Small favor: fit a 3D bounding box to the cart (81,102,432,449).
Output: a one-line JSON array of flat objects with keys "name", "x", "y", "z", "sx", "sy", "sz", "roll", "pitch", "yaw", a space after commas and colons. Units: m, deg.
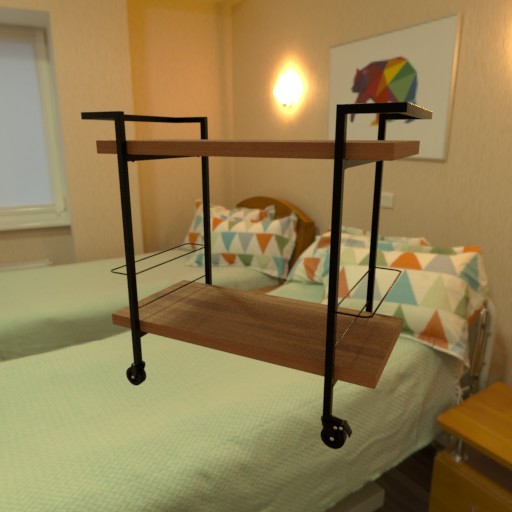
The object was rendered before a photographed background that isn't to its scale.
[{"name": "cart", "x": 0.000, "y": 0.000, "z": 1.233, "sx": 0.806, "sy": 0.762, "sz": 0.406, "roll": 8, "pitch": 17, "yaw": 26}]
